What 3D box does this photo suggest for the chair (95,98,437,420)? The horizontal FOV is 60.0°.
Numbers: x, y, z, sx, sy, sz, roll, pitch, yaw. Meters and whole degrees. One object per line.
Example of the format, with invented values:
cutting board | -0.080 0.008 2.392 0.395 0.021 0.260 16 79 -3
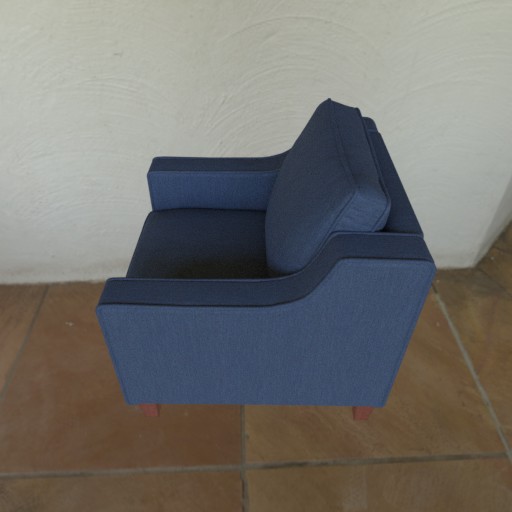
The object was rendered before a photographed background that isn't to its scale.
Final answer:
chair | 0.000 0.000 1.620 0.909 0.960 0.831 1 41 1
